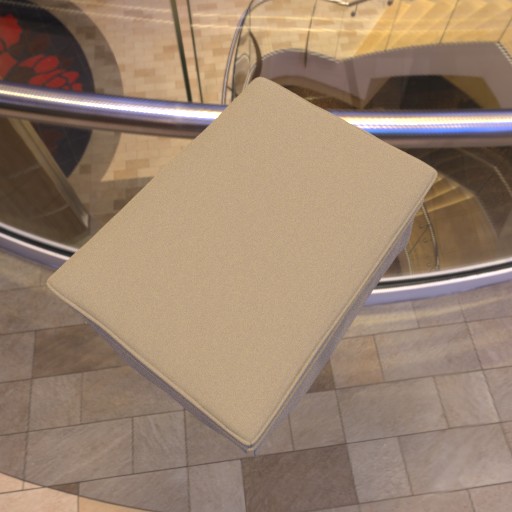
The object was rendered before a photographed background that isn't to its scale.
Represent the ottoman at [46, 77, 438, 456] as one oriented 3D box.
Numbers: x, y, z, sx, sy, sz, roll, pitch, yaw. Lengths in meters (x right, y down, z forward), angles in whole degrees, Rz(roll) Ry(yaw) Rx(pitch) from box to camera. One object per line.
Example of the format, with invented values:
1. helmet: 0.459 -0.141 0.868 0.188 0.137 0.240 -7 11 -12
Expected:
1. ottoman: 0.000 0.000 1.348 0.703 0.479 0.944 34 69 15
